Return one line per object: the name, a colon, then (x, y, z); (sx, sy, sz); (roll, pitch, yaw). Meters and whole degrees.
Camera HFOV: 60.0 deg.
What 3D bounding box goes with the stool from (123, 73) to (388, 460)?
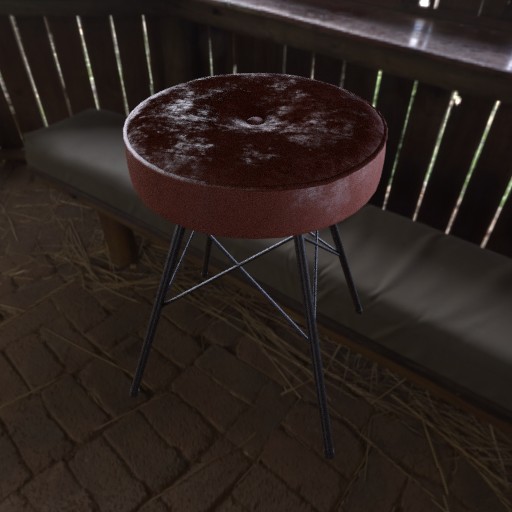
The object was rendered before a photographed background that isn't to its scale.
stool: (0.000, 0.000, 0.876); (0.457, 0.593, 0.421); (12, 43, 14)
